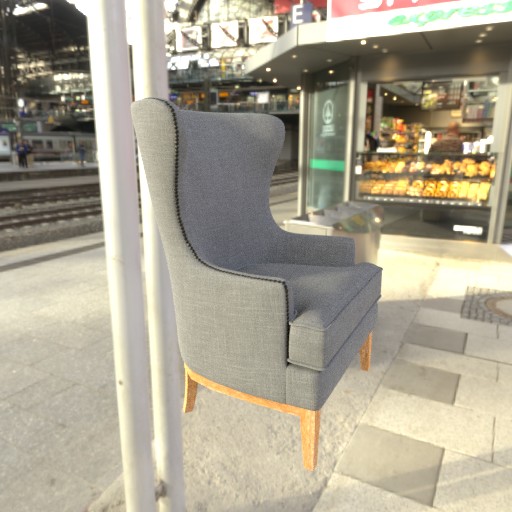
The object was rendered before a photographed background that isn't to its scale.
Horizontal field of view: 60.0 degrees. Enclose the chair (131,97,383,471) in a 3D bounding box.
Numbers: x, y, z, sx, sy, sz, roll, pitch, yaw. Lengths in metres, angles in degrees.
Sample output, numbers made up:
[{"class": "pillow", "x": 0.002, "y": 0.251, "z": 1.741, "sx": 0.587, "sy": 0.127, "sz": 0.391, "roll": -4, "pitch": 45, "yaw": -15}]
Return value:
[{"class": "chair", "x": 0.000, "y": 0.000, "z": 1.813, "sx": 0.883, "sy": 1.176, "sz": 0.864, "roll": 7, "pitch": 15, "yaw": 26}]
